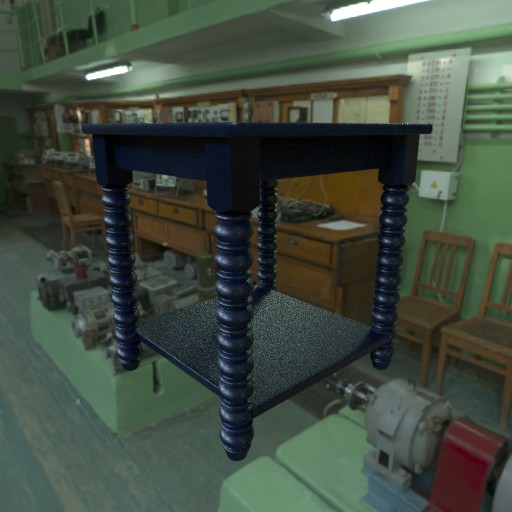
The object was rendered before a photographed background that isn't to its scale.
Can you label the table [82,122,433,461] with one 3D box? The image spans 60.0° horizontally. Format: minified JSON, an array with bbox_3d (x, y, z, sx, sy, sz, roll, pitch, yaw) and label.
[{"bbox_3d":[0.000,0.000,0.992,0.533,0.567,0.500,-14,21,-40],"label":"table"}]
